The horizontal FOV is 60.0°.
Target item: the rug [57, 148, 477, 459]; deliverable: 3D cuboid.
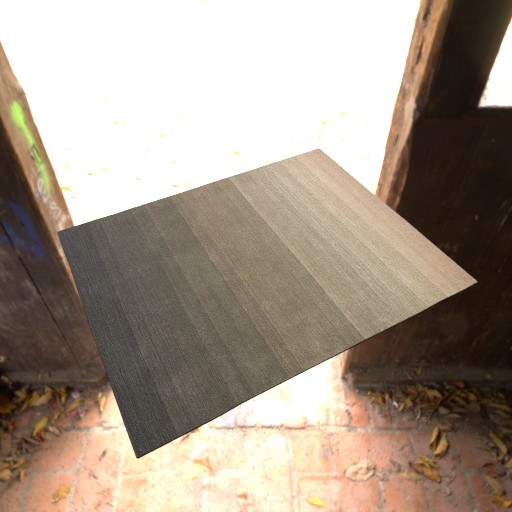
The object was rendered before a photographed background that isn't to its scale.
[{"bbox_3d":[0.000,0.000,3.883,2.932,0.015,2.315,-22,50,-20],"label":"rug"}]
